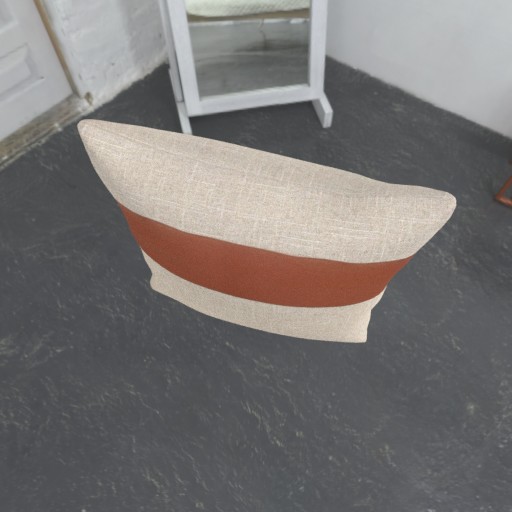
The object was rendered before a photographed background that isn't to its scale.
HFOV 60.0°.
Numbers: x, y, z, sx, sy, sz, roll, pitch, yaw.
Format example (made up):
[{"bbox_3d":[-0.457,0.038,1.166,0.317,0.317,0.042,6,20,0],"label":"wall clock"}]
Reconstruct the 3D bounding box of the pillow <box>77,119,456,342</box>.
[{"bbox_3d":[0.000,0.000,0.635,0.414,0.399,0.173,14,60,8],"label":"pillow"}]
